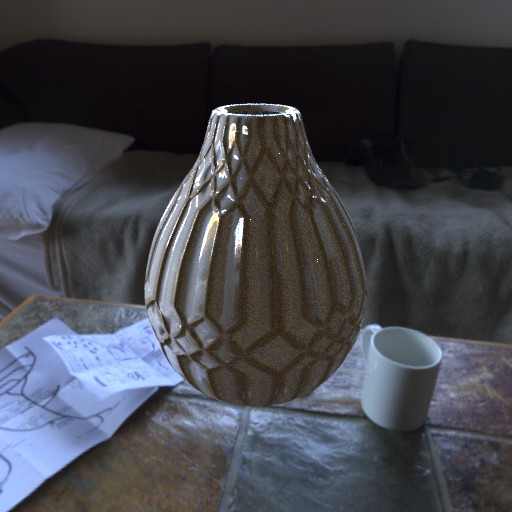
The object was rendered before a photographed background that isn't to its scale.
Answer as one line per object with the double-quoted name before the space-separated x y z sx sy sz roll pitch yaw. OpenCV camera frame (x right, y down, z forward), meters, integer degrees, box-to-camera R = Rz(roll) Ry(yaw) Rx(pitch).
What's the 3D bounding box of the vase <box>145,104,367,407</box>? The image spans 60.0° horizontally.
"vase" 0.000 0.000 0.315 0.159 0.200 0.159 0 26 0
